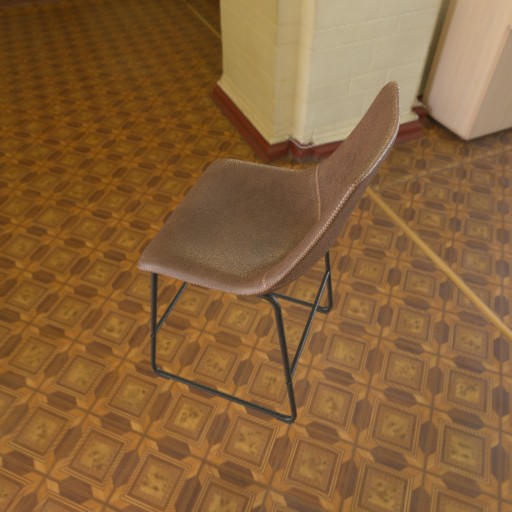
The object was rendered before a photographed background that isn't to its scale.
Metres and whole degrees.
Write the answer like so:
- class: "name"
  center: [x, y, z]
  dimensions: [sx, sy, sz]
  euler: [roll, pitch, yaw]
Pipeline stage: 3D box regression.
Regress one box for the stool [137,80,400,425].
- class: "stool"
  center: [0.000, 0.000, 1.183]
  dimensions: [0.550, 0.890, 0.460]
  euler: [15, 49, 14]
